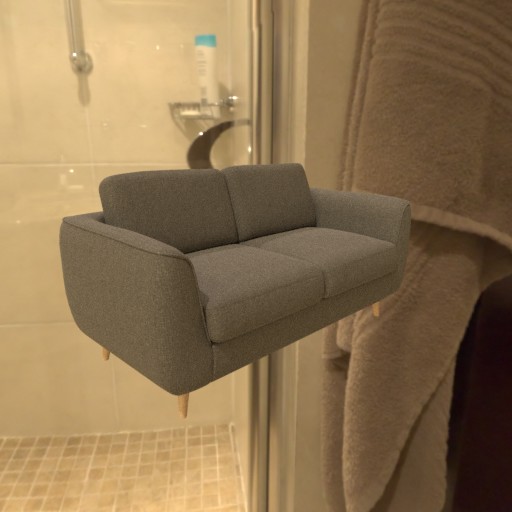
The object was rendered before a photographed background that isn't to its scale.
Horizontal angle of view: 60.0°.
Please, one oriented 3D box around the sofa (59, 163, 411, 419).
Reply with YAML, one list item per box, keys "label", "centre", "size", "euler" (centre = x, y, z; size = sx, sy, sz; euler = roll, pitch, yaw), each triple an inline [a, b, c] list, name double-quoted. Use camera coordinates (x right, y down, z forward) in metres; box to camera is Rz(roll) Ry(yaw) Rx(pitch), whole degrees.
- label: "sofa"
  centre: [0.000, 0.000, 2.251]
  size: [1.700, 0.870, 0.920]
  euler: [-15, 21, -43]
